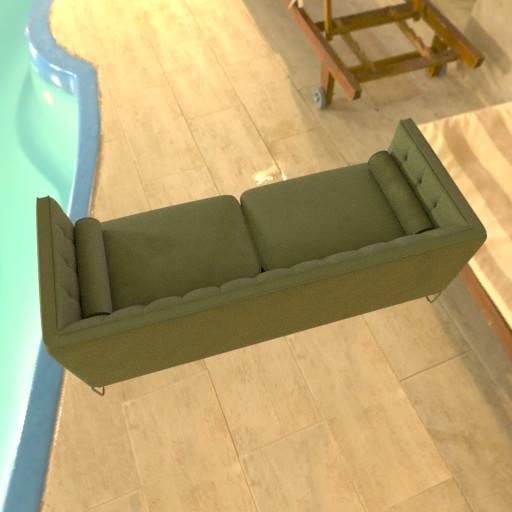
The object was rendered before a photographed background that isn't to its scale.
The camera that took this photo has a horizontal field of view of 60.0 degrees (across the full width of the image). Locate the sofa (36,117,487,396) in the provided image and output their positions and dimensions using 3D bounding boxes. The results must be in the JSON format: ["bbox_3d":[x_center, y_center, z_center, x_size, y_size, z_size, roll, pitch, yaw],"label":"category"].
[{"bbox_3d":[0.000,0.000,2.474,2.087,0.789,0.867,-14,60,-8],"label":"sofa"}]
